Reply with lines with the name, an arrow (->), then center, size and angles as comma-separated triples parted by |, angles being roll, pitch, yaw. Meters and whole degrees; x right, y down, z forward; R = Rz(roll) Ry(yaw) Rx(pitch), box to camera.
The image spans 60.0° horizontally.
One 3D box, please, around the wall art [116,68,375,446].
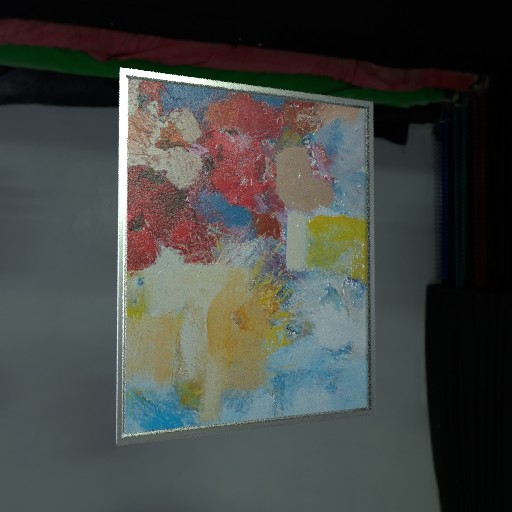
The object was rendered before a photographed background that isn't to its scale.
wall art -> 0.000, 0.000, 0.748 | 0.444, 0.569, 0.025 | 1, -2, -18
